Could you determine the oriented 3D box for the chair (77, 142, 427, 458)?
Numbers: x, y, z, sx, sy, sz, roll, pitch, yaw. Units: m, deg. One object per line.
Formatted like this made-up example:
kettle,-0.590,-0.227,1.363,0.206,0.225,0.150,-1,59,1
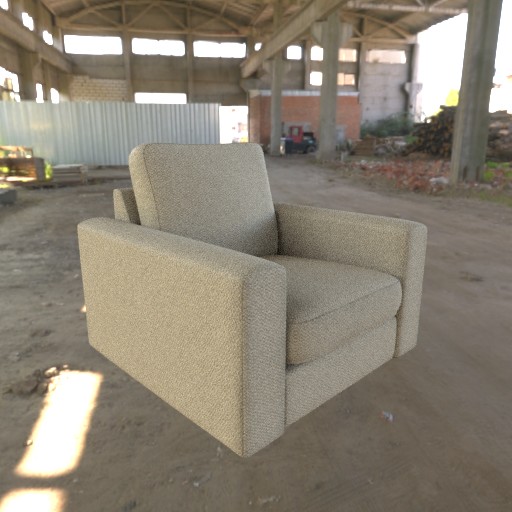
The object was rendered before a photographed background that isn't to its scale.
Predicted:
chair,0.000,0.000,1.766,1.005,0.873,1.016,-14,20,-42
